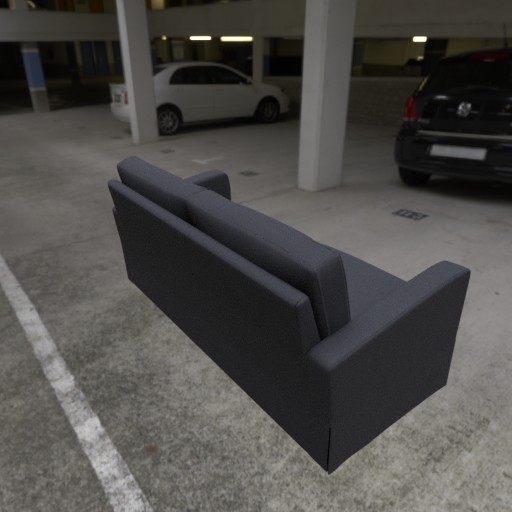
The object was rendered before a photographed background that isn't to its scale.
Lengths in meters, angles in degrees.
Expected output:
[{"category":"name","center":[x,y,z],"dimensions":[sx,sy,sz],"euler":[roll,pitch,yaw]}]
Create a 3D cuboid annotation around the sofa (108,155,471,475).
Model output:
[{"category":"sofa","center":[0.000,0.000,2.292],"dimensions":[0.898,0.839,1.852],"euler":[-19,32,-33]}]
